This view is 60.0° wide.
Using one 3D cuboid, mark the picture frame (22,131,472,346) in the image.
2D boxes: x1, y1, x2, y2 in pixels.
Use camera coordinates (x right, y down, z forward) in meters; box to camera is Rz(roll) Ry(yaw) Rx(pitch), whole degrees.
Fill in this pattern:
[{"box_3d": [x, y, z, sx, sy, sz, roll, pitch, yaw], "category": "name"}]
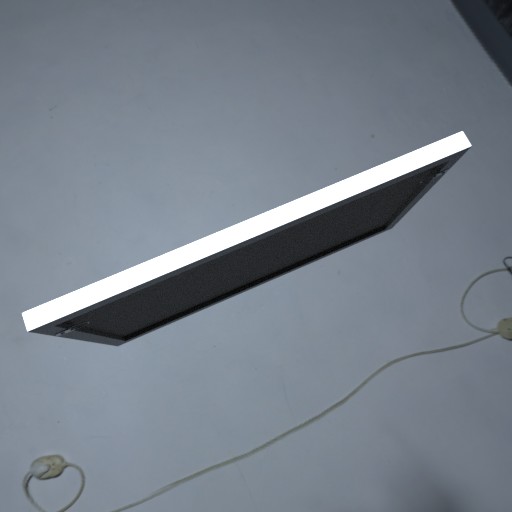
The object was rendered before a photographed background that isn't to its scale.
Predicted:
[{"box_3d": [0.000, 0.000, 0.778, 0.647, 0.379, 0.044, -23, 77, -6], "category": "picture frame"}]
